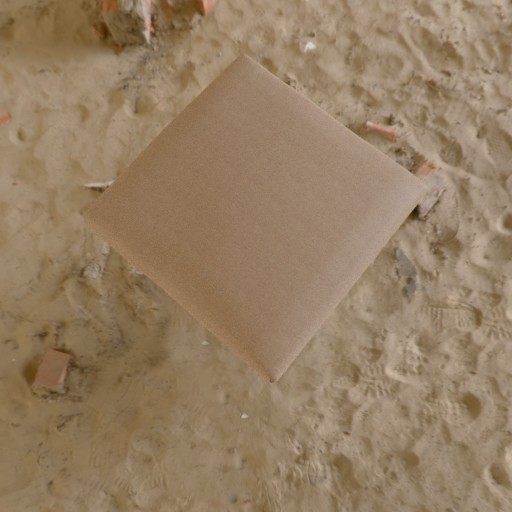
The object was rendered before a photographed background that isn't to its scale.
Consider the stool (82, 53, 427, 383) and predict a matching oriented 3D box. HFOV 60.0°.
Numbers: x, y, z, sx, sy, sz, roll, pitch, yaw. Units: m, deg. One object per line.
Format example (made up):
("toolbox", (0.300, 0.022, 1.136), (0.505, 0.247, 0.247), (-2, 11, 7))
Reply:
("stool", (0.000, 0.000, 0.995), (0.382, 0.768, 0.383), (39, 79, 9))
